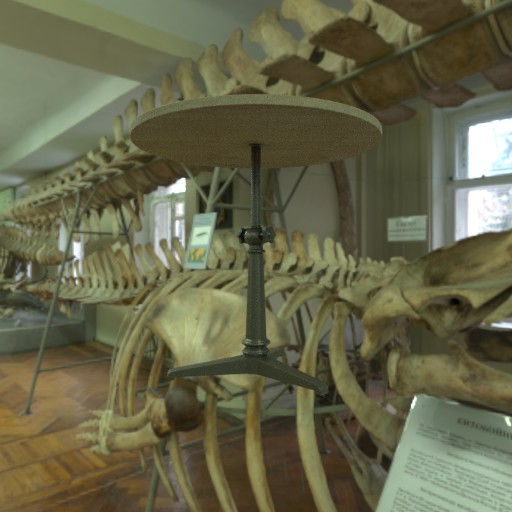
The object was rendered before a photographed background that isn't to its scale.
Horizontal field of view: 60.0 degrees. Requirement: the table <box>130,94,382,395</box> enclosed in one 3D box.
[{"bbox_3d":[0.000,0.000,1.463,0.800,0.780,0.800,0,0,0],"label":"table"}]
